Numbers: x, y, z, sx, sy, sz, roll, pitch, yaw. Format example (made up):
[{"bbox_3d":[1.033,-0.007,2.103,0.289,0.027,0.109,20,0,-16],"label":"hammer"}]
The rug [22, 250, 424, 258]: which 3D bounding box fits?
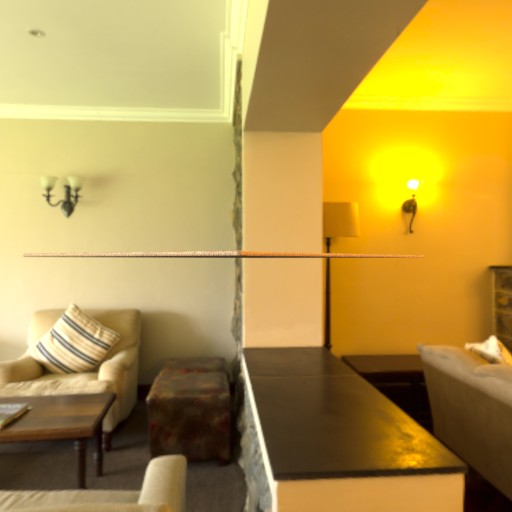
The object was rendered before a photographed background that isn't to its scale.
[{"bbox_3d":[0.000,0.000,2.326,1.225,0.015,1.840,0,-1,36],"label":"rug"}]
